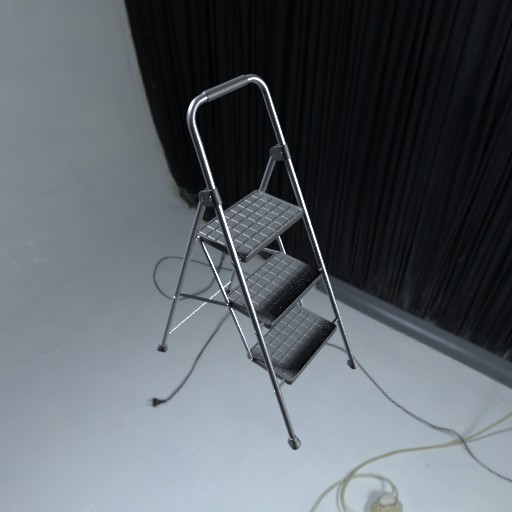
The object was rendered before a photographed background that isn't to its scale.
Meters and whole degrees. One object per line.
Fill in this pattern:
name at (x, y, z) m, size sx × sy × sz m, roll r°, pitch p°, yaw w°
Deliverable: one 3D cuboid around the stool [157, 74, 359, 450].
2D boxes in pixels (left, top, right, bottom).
stool at (0.000, 0.000, 1.516) m, size 0.733 × 1.121 × 0.473 m, roll 27°, pitch 47°, yaw 28°
